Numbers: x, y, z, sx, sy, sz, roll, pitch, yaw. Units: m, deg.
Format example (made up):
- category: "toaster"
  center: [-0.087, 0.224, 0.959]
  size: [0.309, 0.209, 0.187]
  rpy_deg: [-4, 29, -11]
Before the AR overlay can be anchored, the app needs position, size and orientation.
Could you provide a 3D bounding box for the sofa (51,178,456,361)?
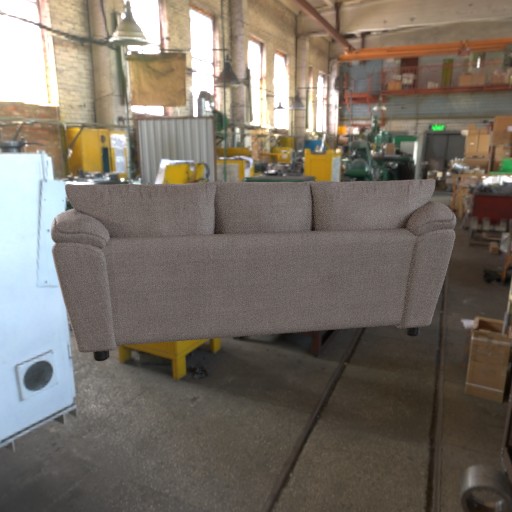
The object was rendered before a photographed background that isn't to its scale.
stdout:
- category: "sofa"
  center: [0.000, 0.000, 2.856]
  size: [2.334, 0.996, 0.878]
  rpy_deg: [-2, 14, -10]
